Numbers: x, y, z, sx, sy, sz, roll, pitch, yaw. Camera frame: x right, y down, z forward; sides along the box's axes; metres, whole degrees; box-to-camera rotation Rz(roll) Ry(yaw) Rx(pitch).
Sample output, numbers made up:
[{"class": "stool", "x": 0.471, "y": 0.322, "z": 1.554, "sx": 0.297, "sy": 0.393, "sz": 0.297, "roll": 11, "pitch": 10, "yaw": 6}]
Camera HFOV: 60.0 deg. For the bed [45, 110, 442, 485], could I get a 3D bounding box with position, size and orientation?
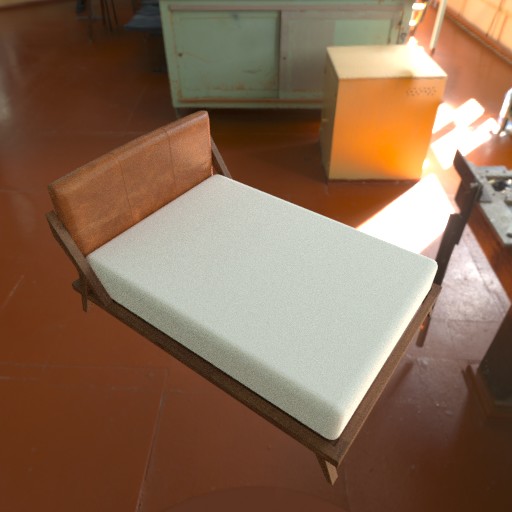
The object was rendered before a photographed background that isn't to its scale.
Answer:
[{"class": "bed", "x": 0.000, "y": 0.000, "z": 3.197, "sx": 2.311, "sy": 1.168, "sz": 1.651, "roll": 26, "pitch": 47, "yaw": 27}]
